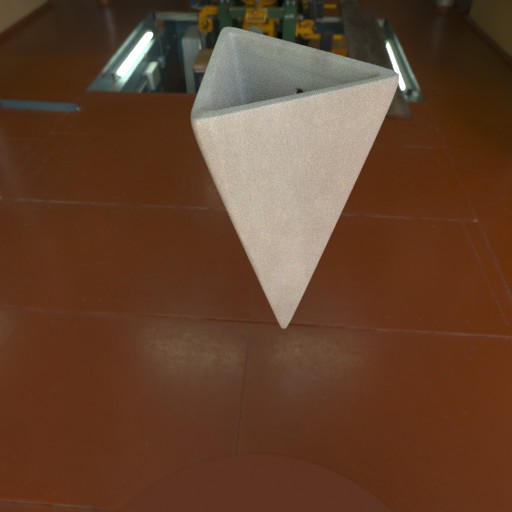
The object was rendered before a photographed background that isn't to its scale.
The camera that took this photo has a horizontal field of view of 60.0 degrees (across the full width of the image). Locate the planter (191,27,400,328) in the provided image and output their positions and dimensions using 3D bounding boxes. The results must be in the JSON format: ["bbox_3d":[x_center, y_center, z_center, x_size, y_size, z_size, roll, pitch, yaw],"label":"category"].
[{"bbox_3d":[0.000,0.000,0.271,0.101,0.224,0.081,29,51,26],"label":"planter"}]
